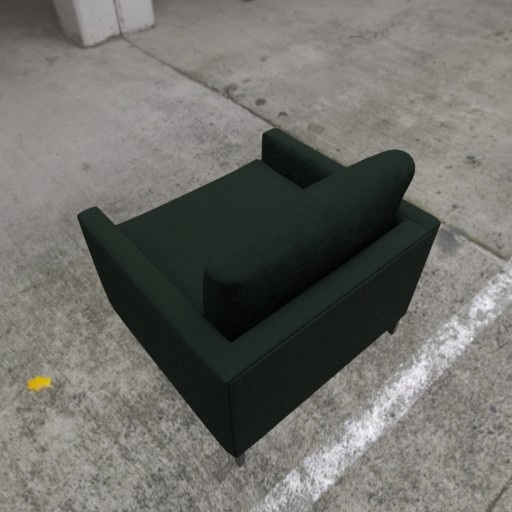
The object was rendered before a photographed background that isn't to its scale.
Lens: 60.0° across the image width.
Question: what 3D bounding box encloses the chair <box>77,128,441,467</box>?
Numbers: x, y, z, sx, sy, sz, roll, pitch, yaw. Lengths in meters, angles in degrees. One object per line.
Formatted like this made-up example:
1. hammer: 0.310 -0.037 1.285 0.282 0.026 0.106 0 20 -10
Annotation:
1. chair: 0.000 0.000 1.647 0.963 0.861 0.866 -31 52 -27
